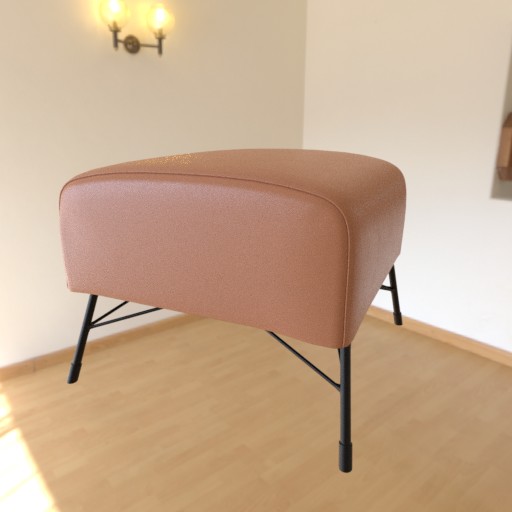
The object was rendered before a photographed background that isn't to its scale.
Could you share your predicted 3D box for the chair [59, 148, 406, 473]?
[{"bbox_3d":[0.000,0.000,0.880,0.530,0.410,0.530,8,18,24],"label":"chair"}]
